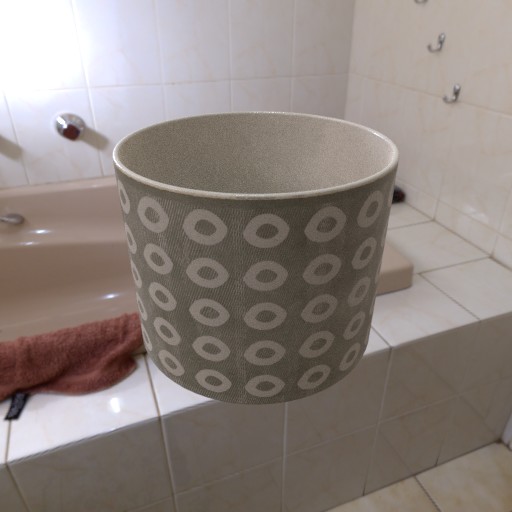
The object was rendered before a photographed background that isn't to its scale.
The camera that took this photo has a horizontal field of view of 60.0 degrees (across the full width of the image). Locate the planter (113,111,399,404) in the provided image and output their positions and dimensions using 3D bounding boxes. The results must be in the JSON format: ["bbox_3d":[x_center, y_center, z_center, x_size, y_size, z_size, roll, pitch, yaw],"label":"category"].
[{"bbox_3d":[0.000,0.000,0.350,0.190,0.181,0.190,0,30,0],"label":"planter"}]
